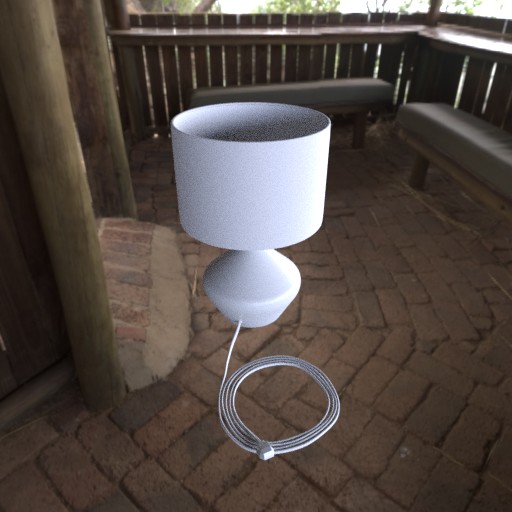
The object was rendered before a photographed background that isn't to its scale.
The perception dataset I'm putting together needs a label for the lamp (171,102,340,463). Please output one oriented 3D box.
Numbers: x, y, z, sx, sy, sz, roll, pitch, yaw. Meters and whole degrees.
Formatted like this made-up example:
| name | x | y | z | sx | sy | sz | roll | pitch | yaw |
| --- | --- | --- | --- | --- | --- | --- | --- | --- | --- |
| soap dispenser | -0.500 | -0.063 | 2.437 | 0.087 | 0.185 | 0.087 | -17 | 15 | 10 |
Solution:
| name | x | y | z | sx | sy | sz | roll | pitch | yaw |
| --- | --- | --- | --- | --- | --- | --- | --- | --- | --- |
| lamp | 0.000 | 0.000 | 0.857 | 0.401 | 0.457 | 0.546 | 9 | 32 | 15 |
